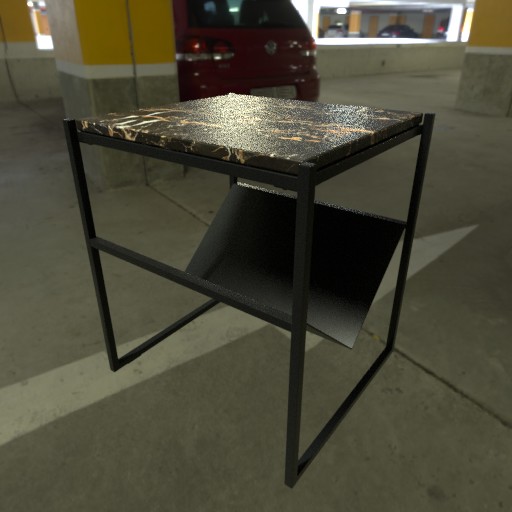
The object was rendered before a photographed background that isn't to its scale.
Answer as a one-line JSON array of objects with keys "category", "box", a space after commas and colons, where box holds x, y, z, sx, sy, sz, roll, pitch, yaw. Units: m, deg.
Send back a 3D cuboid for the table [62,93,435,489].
[{"category": "table", "box": [0.000, 0.000, 0.874, 0.469, 0.534, 0.432, 19, 32, 32]}]
